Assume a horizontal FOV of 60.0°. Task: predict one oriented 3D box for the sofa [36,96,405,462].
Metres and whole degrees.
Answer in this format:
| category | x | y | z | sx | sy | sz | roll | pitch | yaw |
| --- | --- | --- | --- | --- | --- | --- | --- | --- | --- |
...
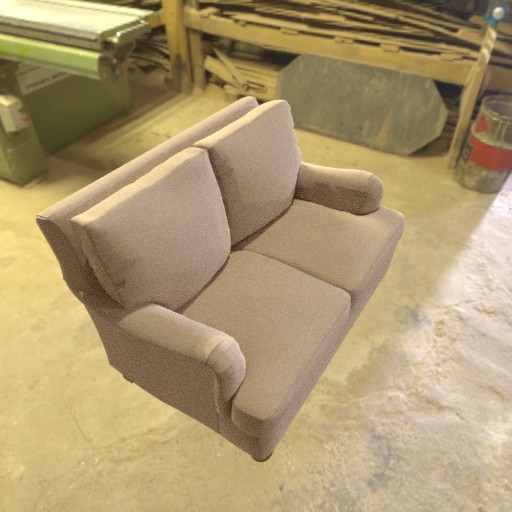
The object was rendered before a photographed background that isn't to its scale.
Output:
| category | x | y | z | sx | sy | sz | roll | pitch | yaw |
| --- | --- | --- | --- | --- | --- | --- | --- | --- | --- |
| sofa | 0.000 | 0.000 | 2.193 | 1.087 | 1.048 | 1.508 | 23 | 46 | 24 |
